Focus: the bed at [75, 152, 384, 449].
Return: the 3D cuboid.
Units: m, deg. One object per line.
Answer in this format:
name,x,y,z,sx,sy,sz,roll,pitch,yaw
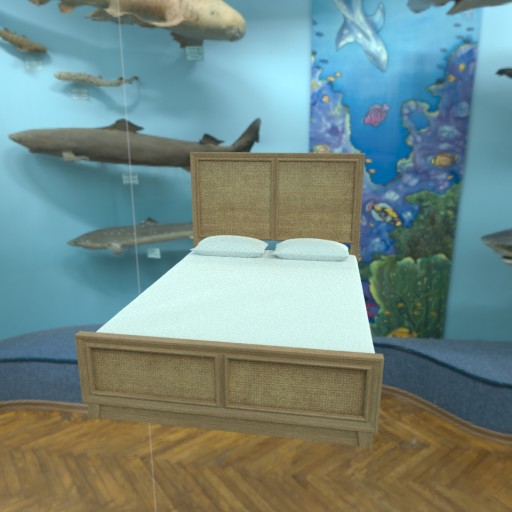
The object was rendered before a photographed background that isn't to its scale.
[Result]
bed,0.000,0.000,3.238,1.606,1.387,2.184,3,16,9
